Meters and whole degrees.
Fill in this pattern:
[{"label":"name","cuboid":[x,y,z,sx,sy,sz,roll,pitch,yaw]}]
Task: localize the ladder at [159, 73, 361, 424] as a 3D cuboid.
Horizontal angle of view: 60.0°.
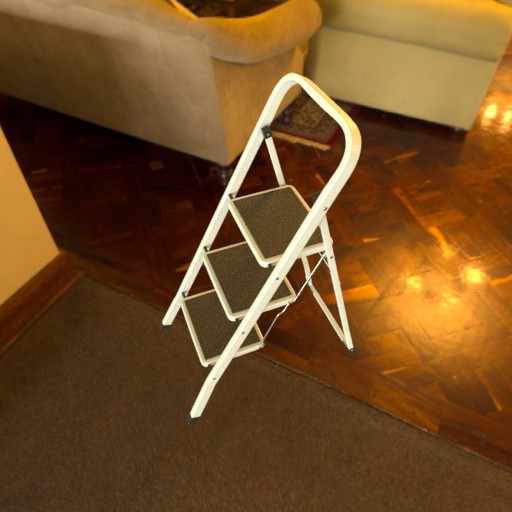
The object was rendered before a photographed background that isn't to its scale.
[{"label":"ladder","cuboid":[0.000,0.000,1.457,0.711,1.050,0.460,-16,49,-15]}]
